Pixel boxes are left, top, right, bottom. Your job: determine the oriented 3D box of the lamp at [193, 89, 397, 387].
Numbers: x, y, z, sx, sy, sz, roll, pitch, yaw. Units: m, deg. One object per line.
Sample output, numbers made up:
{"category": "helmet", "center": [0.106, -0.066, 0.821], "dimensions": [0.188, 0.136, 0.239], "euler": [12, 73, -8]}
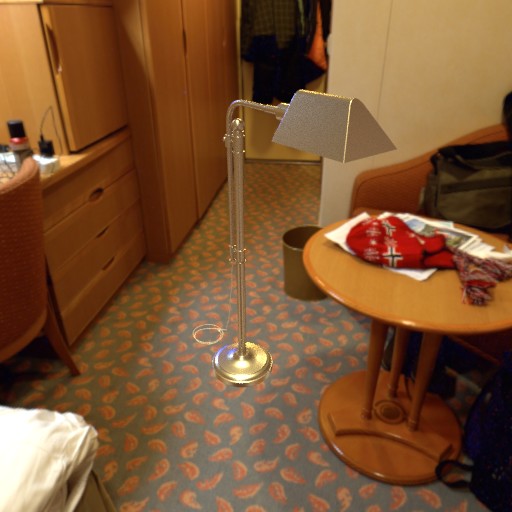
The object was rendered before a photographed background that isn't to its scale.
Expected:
{"category": "lamp", "center": [0.000, 0.000, 0.965], "dimensions": [0.159, 0.708, 0.546], "euler": [-20, 34, -32]}
